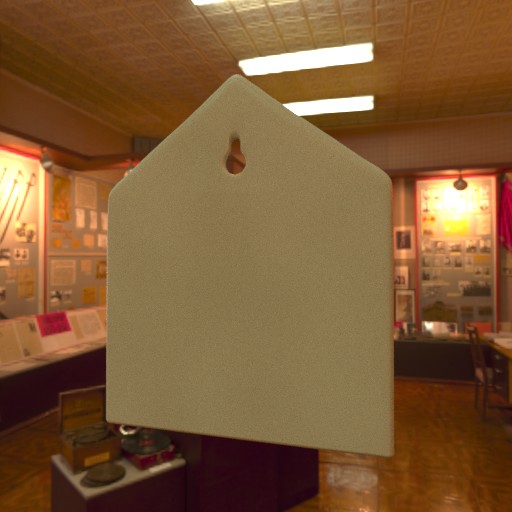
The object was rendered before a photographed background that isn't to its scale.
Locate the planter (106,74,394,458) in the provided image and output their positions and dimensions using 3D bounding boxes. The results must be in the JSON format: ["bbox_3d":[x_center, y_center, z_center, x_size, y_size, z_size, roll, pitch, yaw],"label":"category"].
[{"bbox_3d":[0.000,0.000,0.276,0.164,0.197,0.079,0,-1,17],"label":"planter"}]
